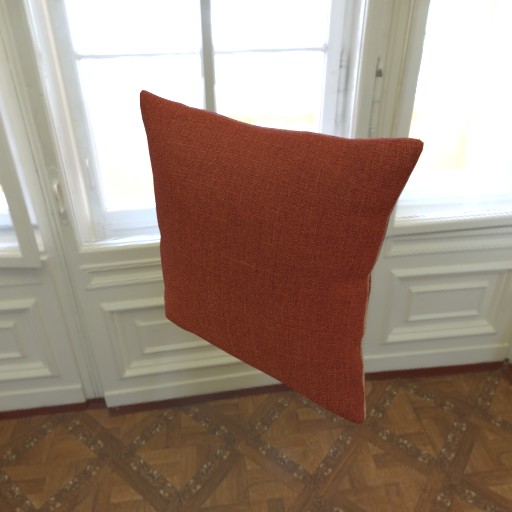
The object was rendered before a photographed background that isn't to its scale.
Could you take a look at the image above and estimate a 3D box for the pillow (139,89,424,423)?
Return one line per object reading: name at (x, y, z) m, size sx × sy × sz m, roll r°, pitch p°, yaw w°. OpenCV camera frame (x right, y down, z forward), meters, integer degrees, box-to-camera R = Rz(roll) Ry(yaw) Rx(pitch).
pillow at (0.000, 0.000, 0.666) m, size 0.429 × 0.434 × 0.159 m, roll 20°, pitch 36°, yaw 30°
